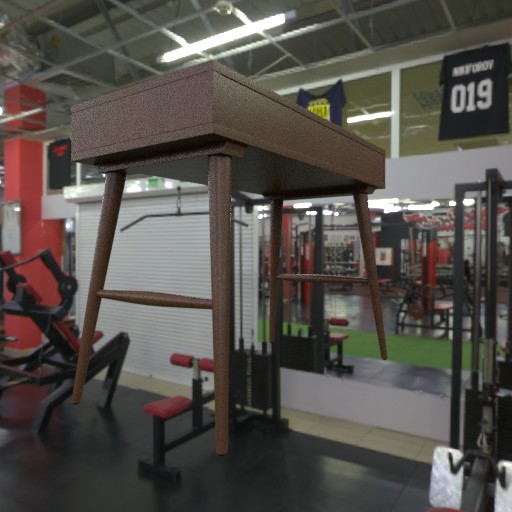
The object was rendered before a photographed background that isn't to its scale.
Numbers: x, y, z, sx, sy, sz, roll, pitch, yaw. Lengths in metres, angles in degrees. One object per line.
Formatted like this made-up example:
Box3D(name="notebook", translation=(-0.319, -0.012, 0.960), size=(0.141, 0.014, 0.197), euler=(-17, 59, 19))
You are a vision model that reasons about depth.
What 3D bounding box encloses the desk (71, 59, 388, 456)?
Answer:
Box3D(name="desk", translation=(0.000, 0.000, 1.367), size=(0.510, 0.758, 0.949), euler=(1, 1, 36))
